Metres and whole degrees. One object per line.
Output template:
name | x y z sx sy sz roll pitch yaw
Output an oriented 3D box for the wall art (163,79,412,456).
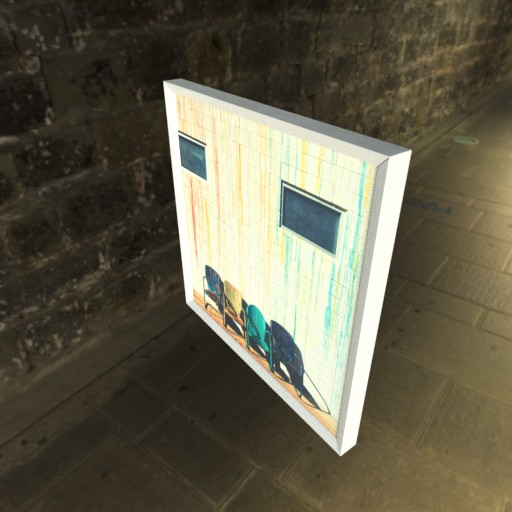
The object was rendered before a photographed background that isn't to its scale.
wall art | 0.000 0.000 0.773 0.037 0.508 0.508 -22 38 -31
